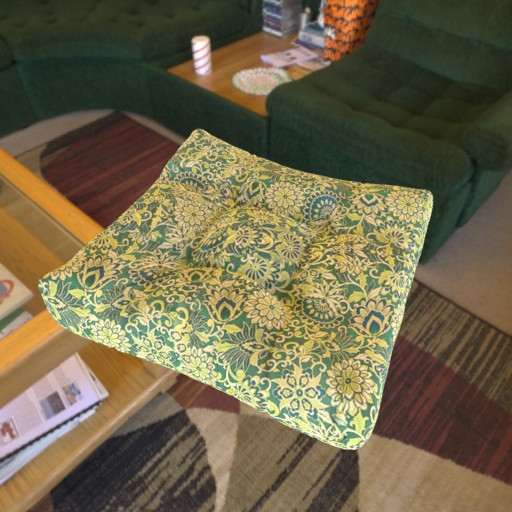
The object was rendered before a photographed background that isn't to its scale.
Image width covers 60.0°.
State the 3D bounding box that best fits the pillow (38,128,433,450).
[{"bbox_3d":[0.000,0.000,0.722,0.490,0.128,0.468,18,50,16],"label":"pillow"}]
